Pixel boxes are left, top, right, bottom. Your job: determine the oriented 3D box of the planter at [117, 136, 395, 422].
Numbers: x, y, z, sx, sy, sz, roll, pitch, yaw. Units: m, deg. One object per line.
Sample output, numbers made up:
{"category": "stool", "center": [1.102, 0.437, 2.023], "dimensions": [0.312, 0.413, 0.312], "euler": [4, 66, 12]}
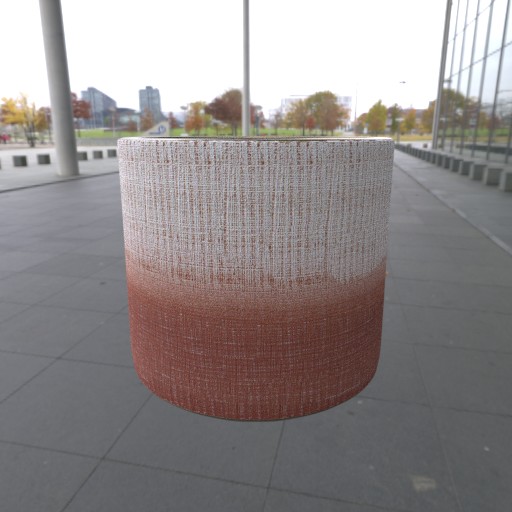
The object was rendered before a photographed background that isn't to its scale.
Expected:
{"category": "planter", "center": [0.000, 0.000, 0.387], "dimensions": [0.221, 0.201, 0.221], "euler": [0, 16, 0]}
